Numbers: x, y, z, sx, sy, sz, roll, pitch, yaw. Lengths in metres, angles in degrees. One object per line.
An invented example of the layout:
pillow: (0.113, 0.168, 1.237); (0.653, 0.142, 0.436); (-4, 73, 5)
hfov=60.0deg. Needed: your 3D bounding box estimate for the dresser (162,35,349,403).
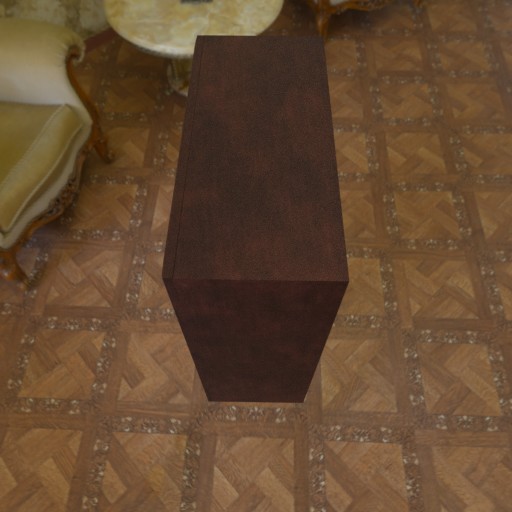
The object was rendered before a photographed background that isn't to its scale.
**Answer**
dresser: (0.000, 0.000, 2.081); (0.506, 1.514, 1.072); (1, 59, 0)
